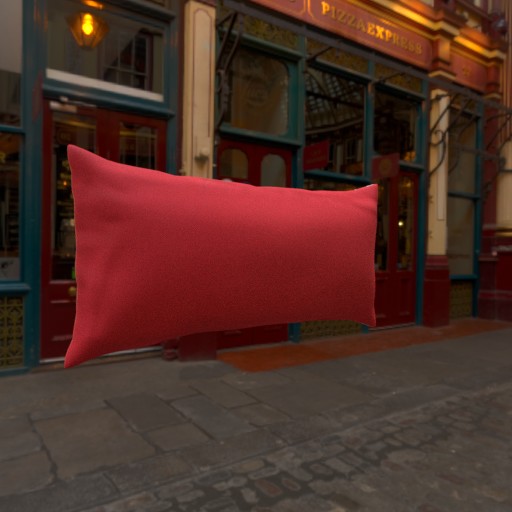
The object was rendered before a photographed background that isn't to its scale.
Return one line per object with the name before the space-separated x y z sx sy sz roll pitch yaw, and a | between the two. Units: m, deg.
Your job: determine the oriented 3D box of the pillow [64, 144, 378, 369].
pillow | 0.000 0.000 0.749 0.608 0.297 0.151 0 0 -35
